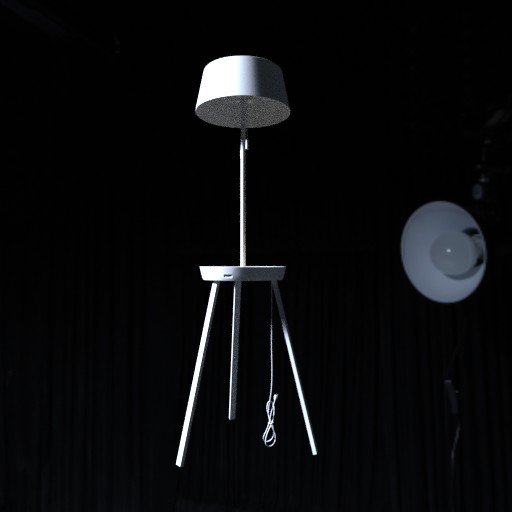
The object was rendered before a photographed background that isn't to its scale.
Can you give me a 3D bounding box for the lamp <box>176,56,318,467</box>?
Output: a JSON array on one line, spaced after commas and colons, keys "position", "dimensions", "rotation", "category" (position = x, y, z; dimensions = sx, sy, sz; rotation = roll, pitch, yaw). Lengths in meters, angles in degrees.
[{"position": [0.000, 0.000, 1.686], "dimensions": [0.468, 1.429, 0.508], "rotation": [0, -1, 18], "category": "lamp"}]
